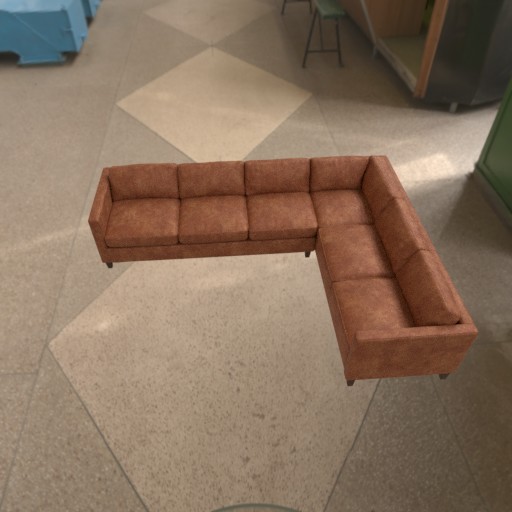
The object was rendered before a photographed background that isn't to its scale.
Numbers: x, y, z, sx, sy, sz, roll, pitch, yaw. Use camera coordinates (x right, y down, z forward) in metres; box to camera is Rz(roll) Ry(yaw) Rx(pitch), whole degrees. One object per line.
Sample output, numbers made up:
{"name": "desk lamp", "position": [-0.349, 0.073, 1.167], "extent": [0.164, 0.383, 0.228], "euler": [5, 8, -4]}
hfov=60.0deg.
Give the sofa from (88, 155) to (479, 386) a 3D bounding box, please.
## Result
{"name": "sofa", "position": [0.000, 0.000, 4.245], "extent": [3.167, 0.838, 2.438], "euler": [-3, 45, -3]}
